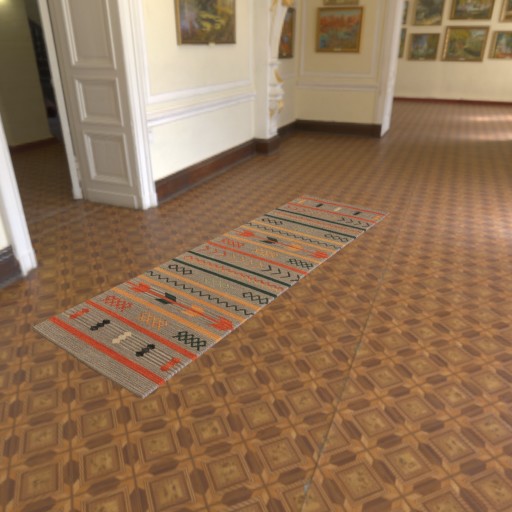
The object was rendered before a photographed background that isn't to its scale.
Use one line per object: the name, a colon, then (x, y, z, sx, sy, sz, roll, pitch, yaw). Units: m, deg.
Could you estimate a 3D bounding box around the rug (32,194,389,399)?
rug: (0.000, 0.000, 2.667, 0.744, 0.022, 2.419, 17, 31, 32)
